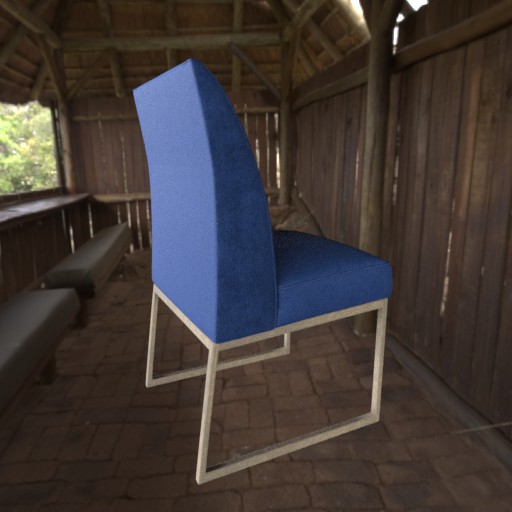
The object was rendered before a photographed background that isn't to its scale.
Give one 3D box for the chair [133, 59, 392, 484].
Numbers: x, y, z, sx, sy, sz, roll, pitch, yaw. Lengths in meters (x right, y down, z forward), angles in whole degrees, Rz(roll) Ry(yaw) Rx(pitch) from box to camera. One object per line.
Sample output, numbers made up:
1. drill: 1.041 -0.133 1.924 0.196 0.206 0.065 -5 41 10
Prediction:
1. chair: 0.000 0.000 1.181 0.522 0.863 0.508 -7 15 -26
